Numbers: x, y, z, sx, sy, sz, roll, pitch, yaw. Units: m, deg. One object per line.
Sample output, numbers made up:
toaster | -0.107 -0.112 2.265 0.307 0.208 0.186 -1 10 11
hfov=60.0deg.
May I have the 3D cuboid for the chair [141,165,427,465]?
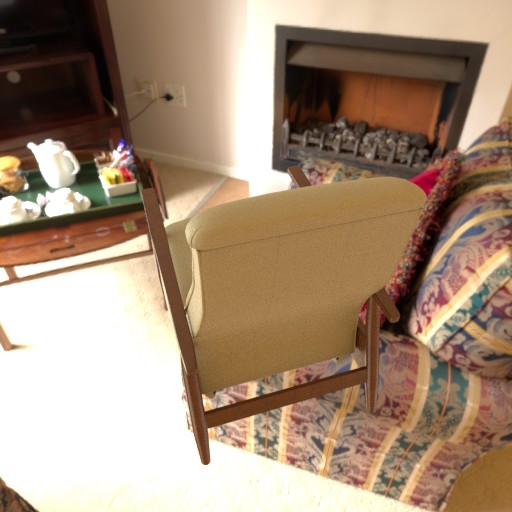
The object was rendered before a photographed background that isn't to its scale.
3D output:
chair | 0.000 0.000 1.759 0.762 1.082 1.014 -12 41 -14
